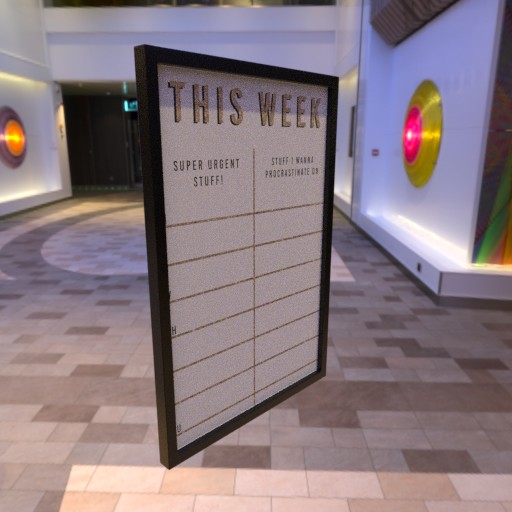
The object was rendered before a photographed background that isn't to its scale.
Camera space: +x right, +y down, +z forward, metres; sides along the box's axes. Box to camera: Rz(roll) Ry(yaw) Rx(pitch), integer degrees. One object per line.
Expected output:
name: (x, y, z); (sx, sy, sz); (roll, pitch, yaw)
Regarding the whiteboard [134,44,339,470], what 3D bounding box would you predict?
whiteboard: (0.000, 0.000, 0.759); (0.406, 0.611, 0.026); (-14, 20, -43)
